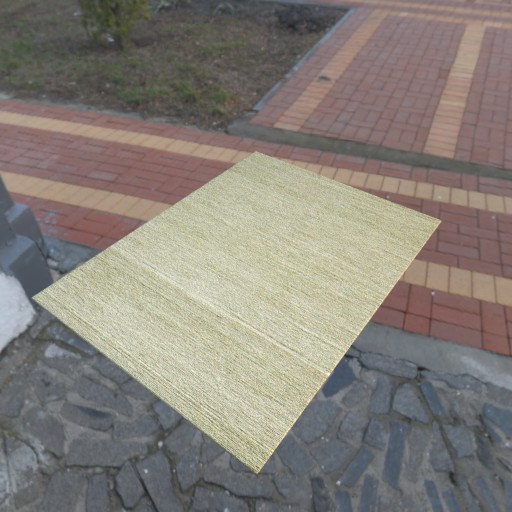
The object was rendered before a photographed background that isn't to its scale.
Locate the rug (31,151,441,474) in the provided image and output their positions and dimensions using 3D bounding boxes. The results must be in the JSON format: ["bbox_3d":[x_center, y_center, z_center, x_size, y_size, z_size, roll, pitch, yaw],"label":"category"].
[{"bbox_3d":[0.000,0.000,4.210,2.425,0.016,3.198,27,48,27],"label":"rug"}]
